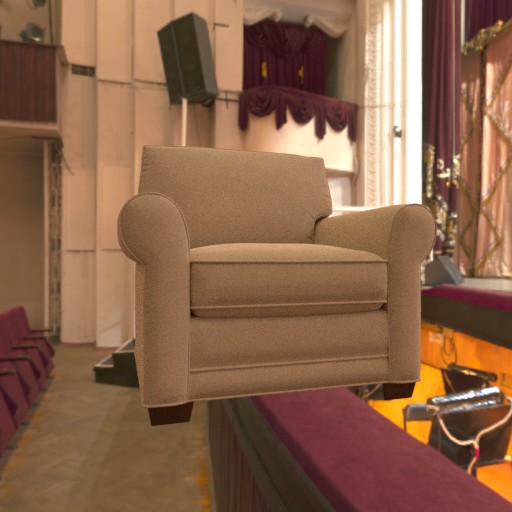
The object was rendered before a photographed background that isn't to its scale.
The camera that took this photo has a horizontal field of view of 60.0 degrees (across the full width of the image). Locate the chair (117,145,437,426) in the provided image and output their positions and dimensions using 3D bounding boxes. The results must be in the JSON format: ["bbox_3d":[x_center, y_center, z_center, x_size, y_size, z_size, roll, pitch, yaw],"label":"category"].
[{"bbox_3d":[0.000,0.000,1.741,1.040,0.955,0.863,0,0,-17],"label":"chair"}]
